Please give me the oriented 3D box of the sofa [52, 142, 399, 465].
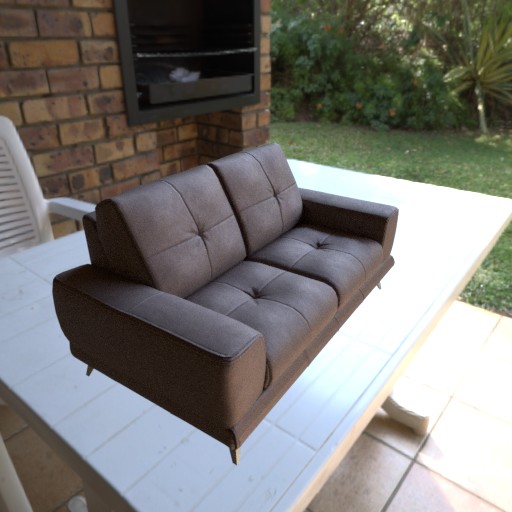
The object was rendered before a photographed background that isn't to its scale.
[{"bbox_3d":[0.000,0.000,2.372,1.018,0.907,1.806,17,31,30],"label":"sofa"}]
